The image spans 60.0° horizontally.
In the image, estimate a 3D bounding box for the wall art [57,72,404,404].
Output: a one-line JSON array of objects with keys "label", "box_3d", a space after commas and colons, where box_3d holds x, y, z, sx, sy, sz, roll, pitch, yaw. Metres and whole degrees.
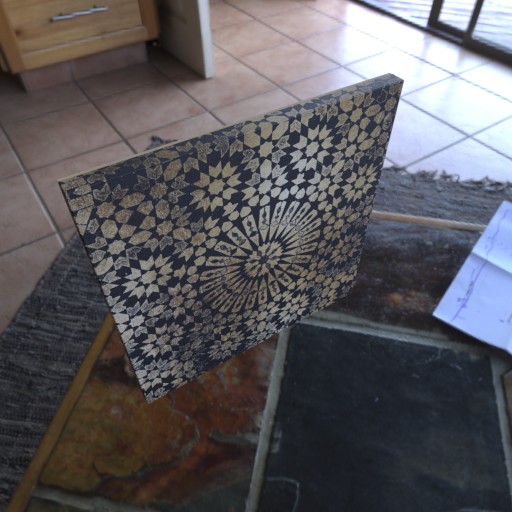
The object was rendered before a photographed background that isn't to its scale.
[{"label": "wall art", "box_3d": [0.000, 0.000, 0.919, 0.612, 0.612, 0.038, -25, 51, -22]}]
